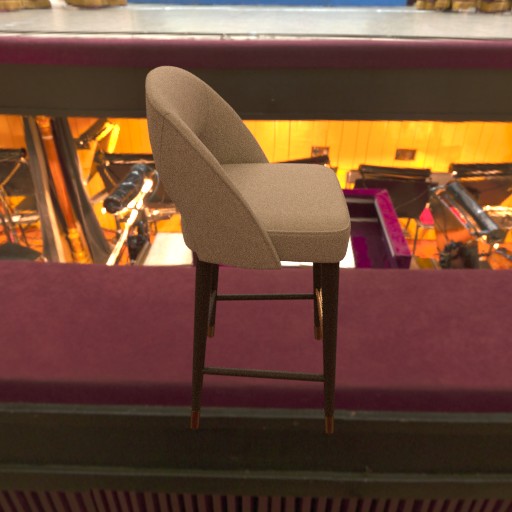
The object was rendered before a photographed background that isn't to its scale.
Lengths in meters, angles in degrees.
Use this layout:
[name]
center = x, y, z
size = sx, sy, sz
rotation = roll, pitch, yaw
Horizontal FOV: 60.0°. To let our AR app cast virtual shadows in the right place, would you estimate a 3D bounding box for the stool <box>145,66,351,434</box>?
[stool]
center = 0.000, 0.000, 1.323
size = 0.509, 1.037, 0.494
rotation = 1, 32, 2
